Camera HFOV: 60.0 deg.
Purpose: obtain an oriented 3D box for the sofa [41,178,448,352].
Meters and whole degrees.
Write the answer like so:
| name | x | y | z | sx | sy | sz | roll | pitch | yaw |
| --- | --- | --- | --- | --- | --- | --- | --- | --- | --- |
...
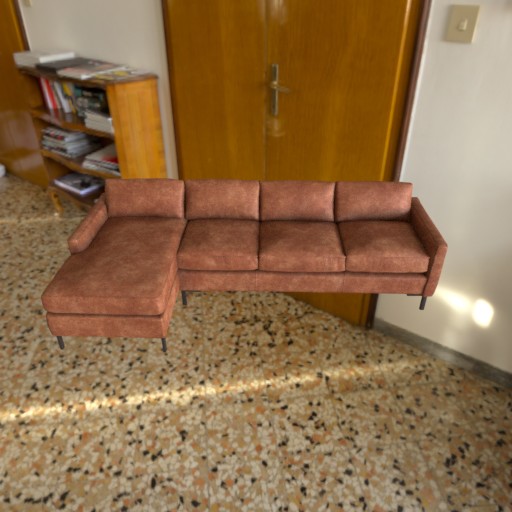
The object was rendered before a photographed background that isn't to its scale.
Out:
| name | x | y | z | sx | sy | sz | roll | pitch | yaw |
| --- | --- | --- | --- | --- | --- | --- | --- | --- | --- |
| sofa | 0.000 | 0.000 | 3.672 | 2.993 | 0.859 | 1.471 | 1 | 32 | 2 |
